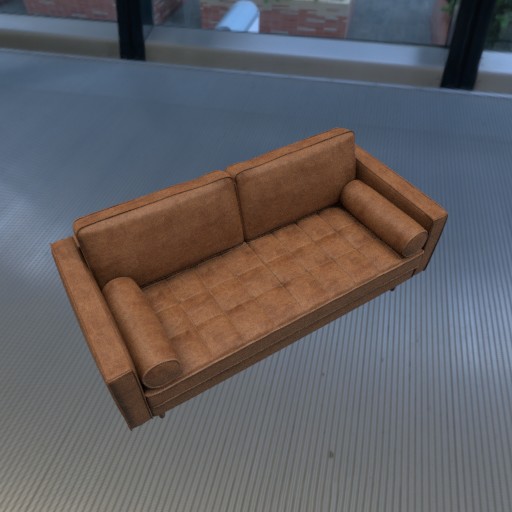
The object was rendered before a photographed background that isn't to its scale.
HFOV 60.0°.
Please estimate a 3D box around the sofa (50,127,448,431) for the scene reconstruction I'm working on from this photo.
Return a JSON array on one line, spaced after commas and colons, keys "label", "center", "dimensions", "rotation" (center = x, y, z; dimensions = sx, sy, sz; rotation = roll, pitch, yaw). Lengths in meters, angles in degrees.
[{"label": "sofa", "center": [0.000, 0.000, 2.440], "dimensions": [1.920, 0.825, 0.924], "rotation": [-24, 51, -21]}]
